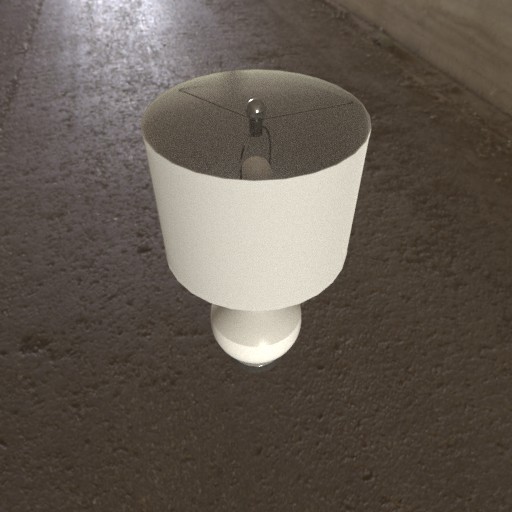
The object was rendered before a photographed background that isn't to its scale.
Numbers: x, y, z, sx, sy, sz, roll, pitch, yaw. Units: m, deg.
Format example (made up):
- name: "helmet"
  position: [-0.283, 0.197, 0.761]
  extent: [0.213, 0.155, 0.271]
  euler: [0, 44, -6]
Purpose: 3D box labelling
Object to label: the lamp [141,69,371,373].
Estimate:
- name: "lamp"
  position: [0.000, 0.000, 0.913]
  extent: [0.357, 0.673, 0.357]
  euler: [30, 52, 27]
